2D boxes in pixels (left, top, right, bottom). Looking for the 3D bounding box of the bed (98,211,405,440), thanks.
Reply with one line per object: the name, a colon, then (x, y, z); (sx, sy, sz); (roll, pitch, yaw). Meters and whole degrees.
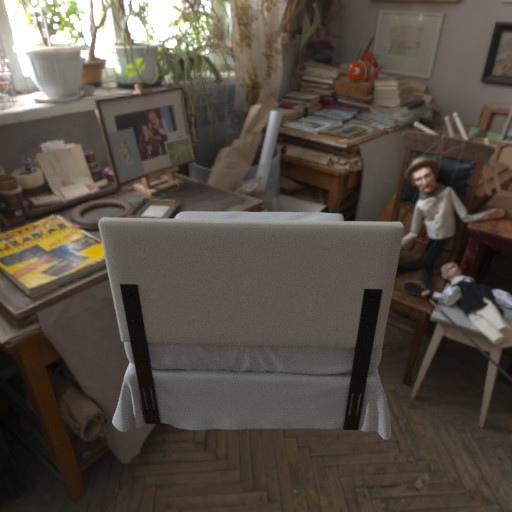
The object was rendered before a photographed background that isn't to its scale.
bed: (0.000, 0.000, 3.595); (1.936, 1.577, 2.222); (1, 30, 2)
